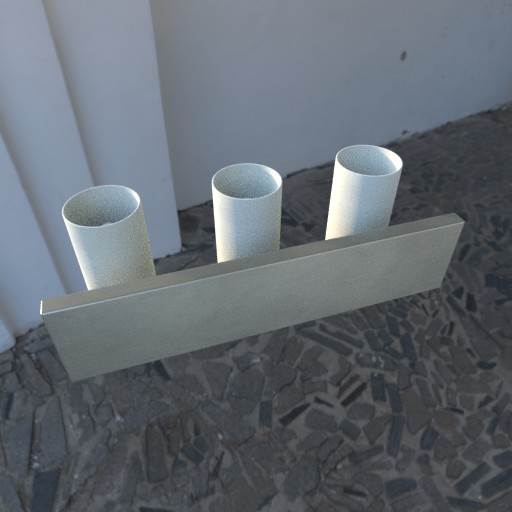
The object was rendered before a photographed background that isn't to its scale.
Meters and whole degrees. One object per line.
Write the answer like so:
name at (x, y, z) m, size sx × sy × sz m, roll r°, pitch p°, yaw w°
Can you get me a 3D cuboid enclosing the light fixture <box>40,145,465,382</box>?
light fixture at (0.000, 0.000, 0.531) m, size 0.451 × 0.172 × 0.145 m, roll -12°, pitch 42°, yaw -14°
